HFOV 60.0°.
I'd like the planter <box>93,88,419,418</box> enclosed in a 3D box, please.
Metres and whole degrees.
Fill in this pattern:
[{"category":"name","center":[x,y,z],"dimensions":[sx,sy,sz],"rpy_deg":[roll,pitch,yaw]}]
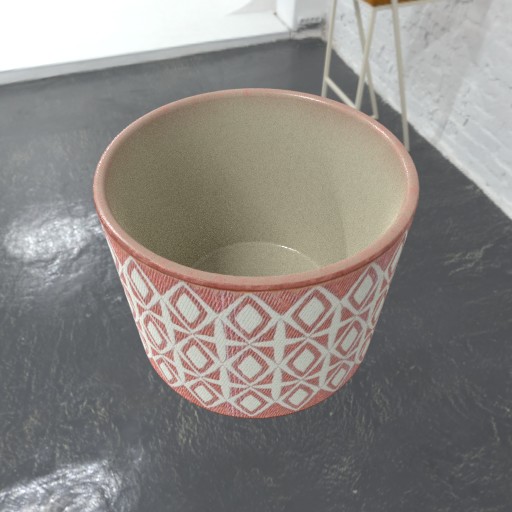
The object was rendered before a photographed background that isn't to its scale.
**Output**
[{"category":"planter","center":[0.000,0.000,0.467],"dimensions":[0.273,0.237,0.273],"rpy_deg":[0,47,0]}]
